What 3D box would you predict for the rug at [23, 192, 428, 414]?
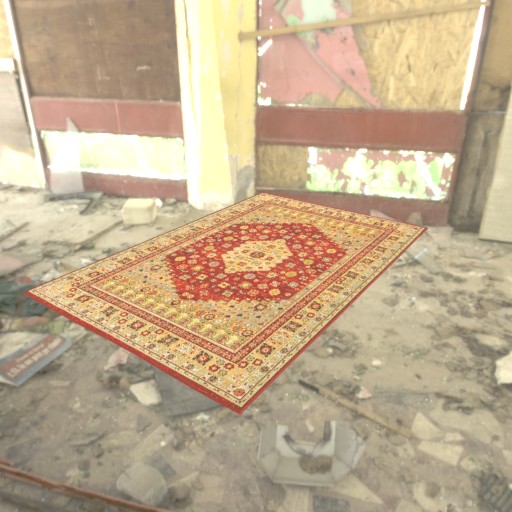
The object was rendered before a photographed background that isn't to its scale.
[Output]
[{"bbox_3d":[0.000,0.000,2.267,1.194,0.013,1.802,17,30,32],"label":"rug"}]
